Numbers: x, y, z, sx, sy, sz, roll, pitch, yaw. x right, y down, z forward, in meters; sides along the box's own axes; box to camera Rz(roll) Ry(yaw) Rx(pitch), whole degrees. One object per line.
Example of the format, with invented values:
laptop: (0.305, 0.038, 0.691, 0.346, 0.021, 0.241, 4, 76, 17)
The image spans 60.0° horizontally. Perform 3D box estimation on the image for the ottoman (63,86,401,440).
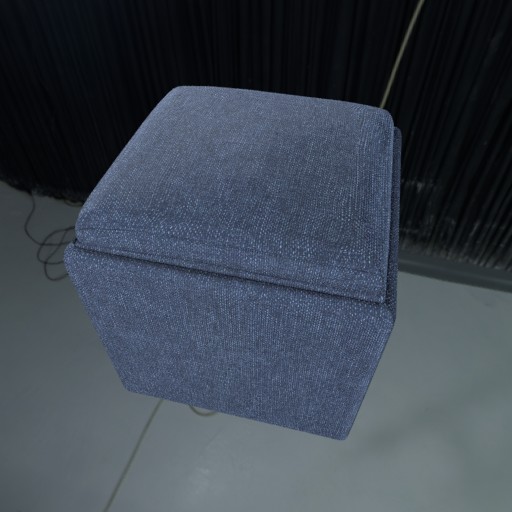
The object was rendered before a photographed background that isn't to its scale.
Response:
ottoman: (0.000, 0.000, 0.836, 0.454, 0.493, 0.436, 10, 49, 9)
